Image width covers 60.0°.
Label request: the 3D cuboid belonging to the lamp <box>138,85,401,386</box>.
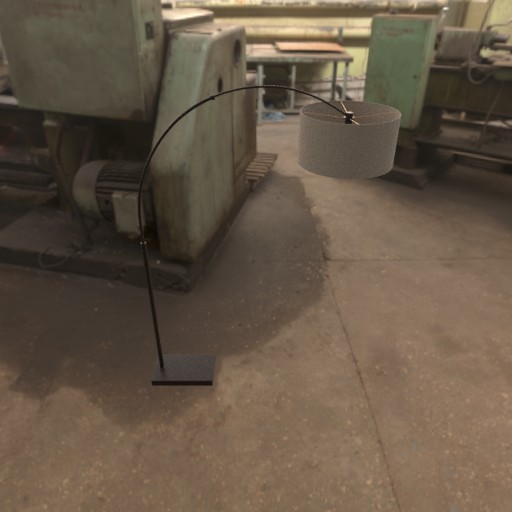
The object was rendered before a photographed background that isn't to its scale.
[{"bbox_3d":[0.000,0.000,2.640,1.424,1.927,0.493,0,31,0],"label":"lamp"}]
